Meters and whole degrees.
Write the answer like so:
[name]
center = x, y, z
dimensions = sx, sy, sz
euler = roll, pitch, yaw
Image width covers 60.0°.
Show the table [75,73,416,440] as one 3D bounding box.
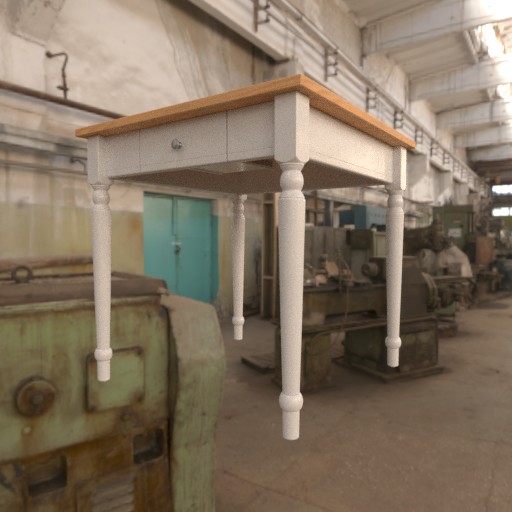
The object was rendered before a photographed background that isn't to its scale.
[table]
center = 0.000, 0.000, 1.376
dimensions = 0.747, 0.738, 0.747
euler = 2, 3, 36
